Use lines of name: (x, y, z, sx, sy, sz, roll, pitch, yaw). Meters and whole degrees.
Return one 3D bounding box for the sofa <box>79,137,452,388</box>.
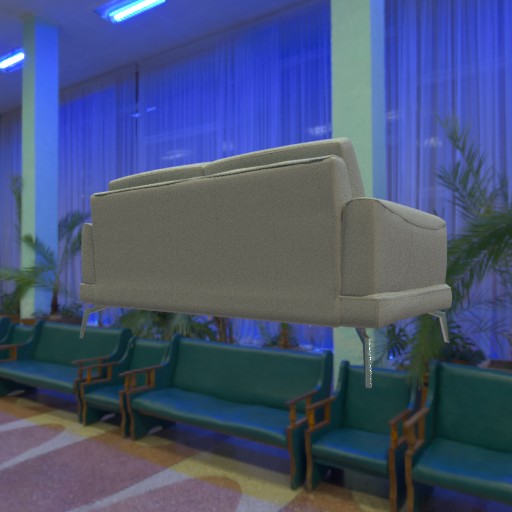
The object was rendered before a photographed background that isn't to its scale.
sofa: (0.000, 0.000, 2.451, 1.819, 0.930, 1.121, -1, -1, 36)
